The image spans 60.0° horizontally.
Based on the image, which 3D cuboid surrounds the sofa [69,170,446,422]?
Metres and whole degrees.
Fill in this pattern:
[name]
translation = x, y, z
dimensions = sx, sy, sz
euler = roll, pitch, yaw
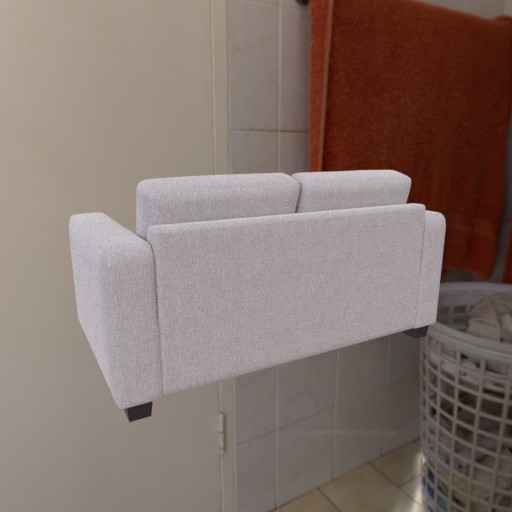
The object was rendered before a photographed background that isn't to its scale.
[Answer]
[sofa]
translation = 0.000, 0.000, 2.090
dimensions = 1.540, 0.800, 0.900
euler = -8, 16, -28
